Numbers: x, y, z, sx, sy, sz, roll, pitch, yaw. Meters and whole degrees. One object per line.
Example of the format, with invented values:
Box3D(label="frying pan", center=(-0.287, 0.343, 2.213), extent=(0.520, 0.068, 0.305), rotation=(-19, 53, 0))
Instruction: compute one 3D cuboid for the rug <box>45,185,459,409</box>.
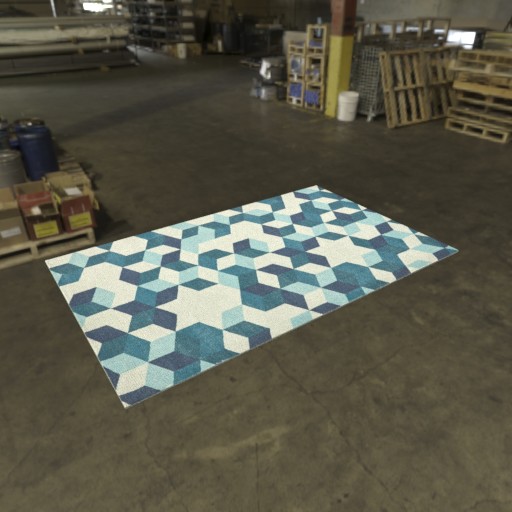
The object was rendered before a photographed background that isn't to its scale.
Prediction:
Box3D(label="rug", center=(0.000, 0.000, 3.073), extent=(2.438, 0.015, 1.518), rotation=(-19, 35, -29))
